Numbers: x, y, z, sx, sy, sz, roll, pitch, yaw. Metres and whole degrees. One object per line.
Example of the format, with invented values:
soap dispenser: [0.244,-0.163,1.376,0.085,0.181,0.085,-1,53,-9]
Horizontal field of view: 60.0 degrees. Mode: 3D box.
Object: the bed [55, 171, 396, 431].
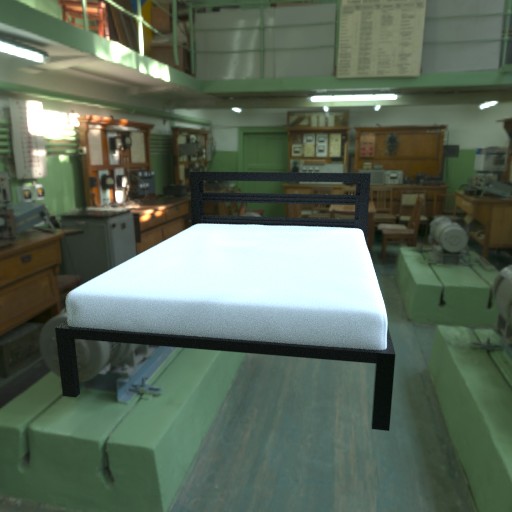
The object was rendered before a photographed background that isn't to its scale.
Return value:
bed: [0.000,0.000,2.883,1.524,0.967,2.062,2,14,10]
